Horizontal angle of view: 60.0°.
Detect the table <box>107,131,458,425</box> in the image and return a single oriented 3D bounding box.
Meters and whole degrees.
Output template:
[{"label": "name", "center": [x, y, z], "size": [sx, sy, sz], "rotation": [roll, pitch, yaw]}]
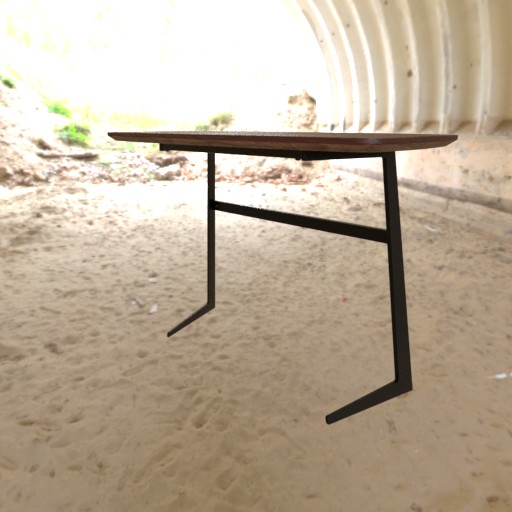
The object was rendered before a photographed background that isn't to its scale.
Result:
[{"label": "table", "center": [0.000, 0.000, 1.077], "size": [0.804, 0.576, 0.361], "rotation": [15, 22, 42]}]
